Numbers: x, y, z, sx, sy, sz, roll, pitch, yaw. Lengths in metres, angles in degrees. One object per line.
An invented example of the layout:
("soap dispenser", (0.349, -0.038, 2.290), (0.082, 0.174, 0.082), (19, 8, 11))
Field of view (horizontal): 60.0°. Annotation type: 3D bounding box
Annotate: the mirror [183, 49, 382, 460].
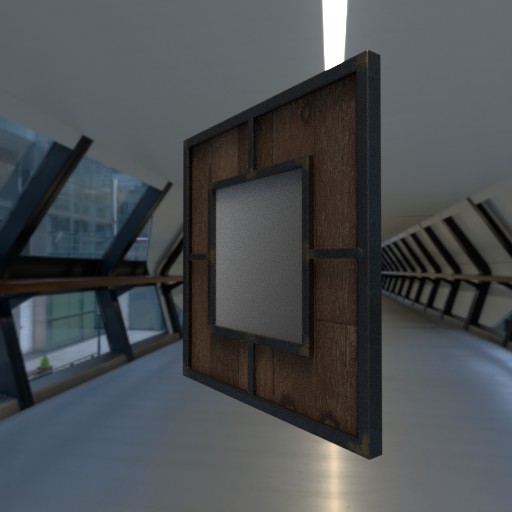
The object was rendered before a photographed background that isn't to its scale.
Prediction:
("mirror", (0.000, 0.000, 0.570), (0.020, 0.381, 0.382), (1, -1, -36))
